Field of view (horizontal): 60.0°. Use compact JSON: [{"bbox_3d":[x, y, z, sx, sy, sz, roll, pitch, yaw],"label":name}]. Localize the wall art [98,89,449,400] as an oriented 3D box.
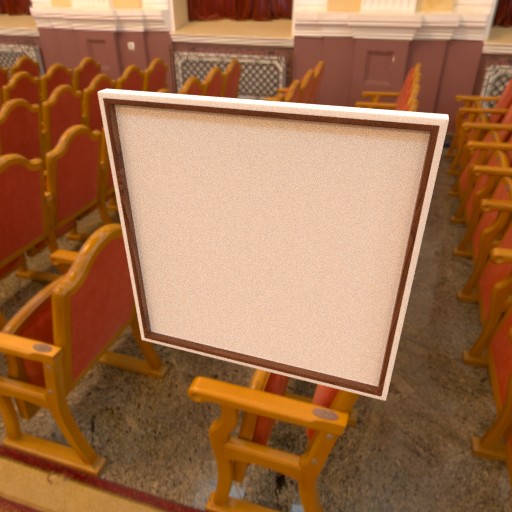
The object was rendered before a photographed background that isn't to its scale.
[{"bbox_3d":[0.000,0.000,1.125,0.757,0.757,0.037,10,33,16],"label":"wall art"}]
